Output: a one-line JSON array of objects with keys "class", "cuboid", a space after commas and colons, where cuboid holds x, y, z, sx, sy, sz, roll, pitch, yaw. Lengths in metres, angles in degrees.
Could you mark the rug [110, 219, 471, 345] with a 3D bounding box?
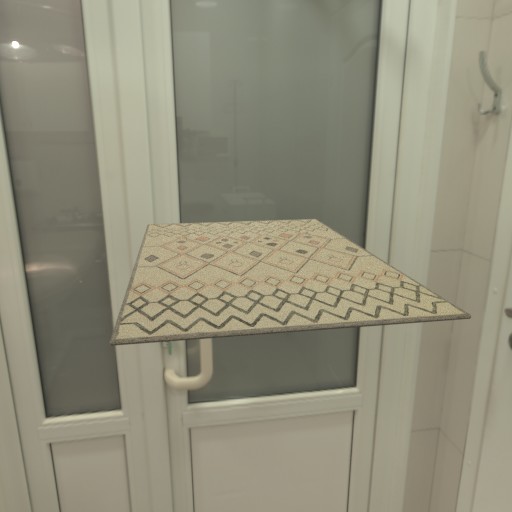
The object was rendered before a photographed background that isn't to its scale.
[{"class": "rug", "cuboid": [0.000, 0.000, 2.317, 1.219, 0.016, 1.829, -3, 16, -9]}]
